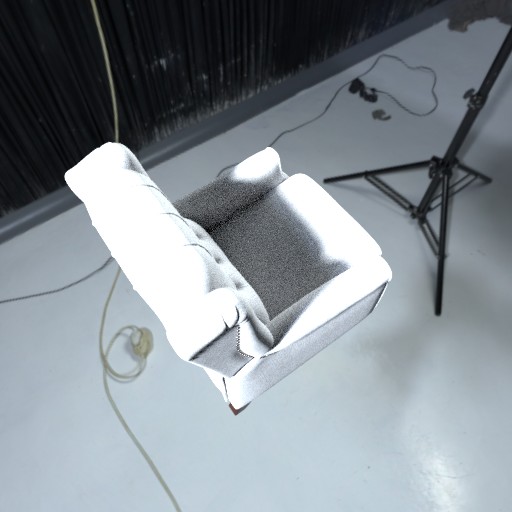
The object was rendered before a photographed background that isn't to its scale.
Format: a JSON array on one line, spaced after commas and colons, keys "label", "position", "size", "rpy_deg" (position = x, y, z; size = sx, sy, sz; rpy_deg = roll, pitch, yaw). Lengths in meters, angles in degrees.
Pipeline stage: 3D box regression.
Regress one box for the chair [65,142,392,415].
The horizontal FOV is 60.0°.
[{"label": "chair", "position": [0.000, 0.000, 1.644], "size": [0.902, 1.035, 0.742], "rpy_deg": [-32, 64, -17]}]
